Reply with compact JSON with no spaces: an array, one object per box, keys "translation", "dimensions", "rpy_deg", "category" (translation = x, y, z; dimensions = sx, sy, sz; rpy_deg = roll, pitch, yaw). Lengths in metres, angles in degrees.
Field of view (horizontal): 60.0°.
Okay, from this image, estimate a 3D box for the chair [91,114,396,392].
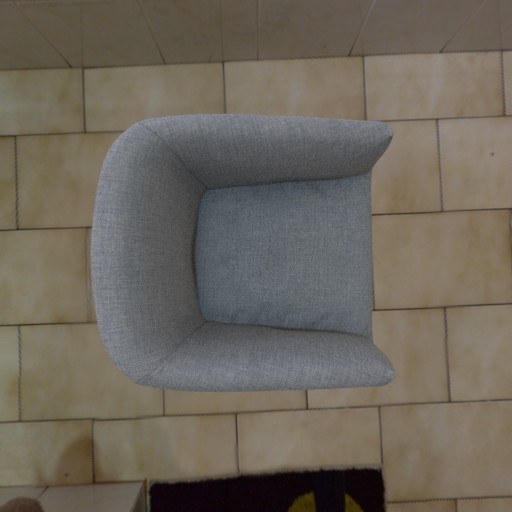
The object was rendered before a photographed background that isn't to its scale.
[{"translation":[0.000,0.000,1.266],"dimensions":[0.668,0.771,0.600],"rpy_deg":[0,88,0],"category":"chair"}]
